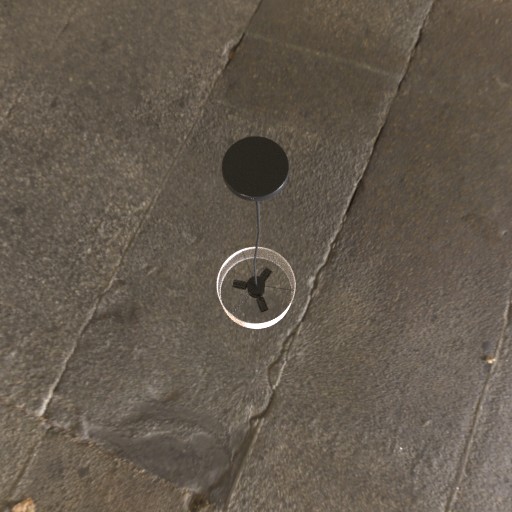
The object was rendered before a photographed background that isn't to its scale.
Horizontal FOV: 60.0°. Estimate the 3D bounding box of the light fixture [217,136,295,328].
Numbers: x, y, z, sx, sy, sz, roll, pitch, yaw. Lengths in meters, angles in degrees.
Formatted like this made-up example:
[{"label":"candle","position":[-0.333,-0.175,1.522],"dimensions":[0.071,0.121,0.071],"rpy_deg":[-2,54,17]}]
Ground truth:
[{"label":"light fixture","position":[0.000,0.000,1.716],"dimensions":[0.399,1.516,0.399],"rpy_deg":[0,75,0]}]
